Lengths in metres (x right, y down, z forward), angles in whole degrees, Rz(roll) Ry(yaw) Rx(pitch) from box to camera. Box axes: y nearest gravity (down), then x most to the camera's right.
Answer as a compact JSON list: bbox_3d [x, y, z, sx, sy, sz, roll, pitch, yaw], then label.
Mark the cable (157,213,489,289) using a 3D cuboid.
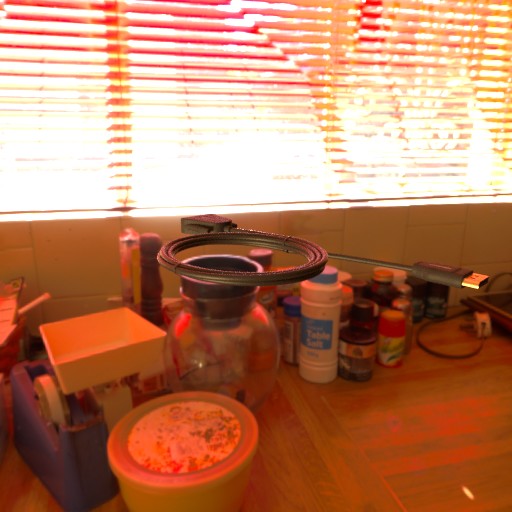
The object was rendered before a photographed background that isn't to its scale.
[{"bbox_3d":[0.000,0.000,0.330,0.136,0.015,0.281,-14,21,-42],"label":"cable"}]
